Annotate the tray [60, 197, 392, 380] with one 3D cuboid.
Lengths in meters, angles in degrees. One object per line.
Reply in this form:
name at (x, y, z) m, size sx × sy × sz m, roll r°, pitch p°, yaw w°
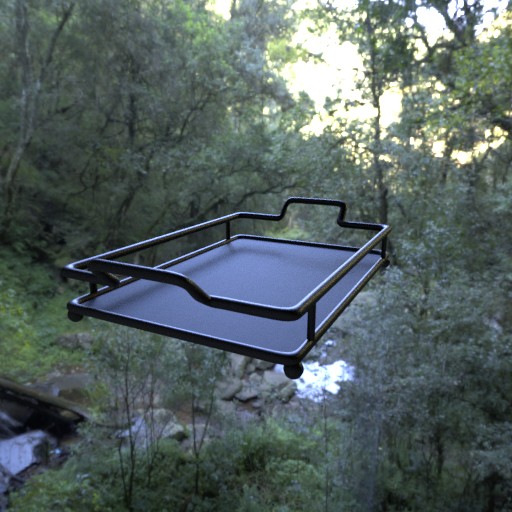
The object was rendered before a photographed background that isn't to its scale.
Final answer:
tray at (0.000, 0.000, 0.622) m, size 0.297 × 0.101 × 0.495 m, roll 8°, pitch 17°, yaw 26°
